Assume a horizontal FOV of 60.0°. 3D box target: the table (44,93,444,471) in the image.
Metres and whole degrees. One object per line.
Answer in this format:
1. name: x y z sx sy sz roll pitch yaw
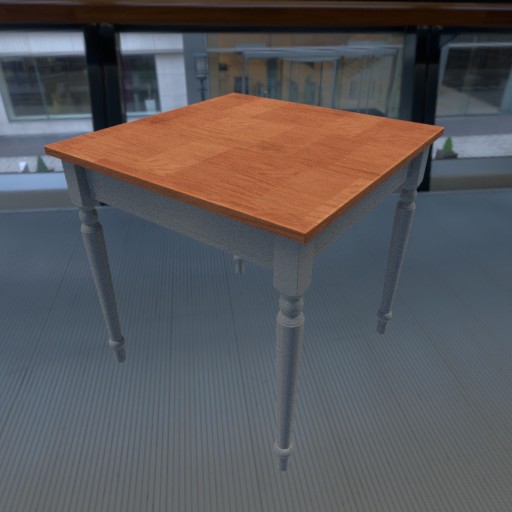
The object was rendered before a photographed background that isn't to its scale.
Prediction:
1. table: 0.000 0.000 1.352 0.747 0.738 0.747 21 38 30
